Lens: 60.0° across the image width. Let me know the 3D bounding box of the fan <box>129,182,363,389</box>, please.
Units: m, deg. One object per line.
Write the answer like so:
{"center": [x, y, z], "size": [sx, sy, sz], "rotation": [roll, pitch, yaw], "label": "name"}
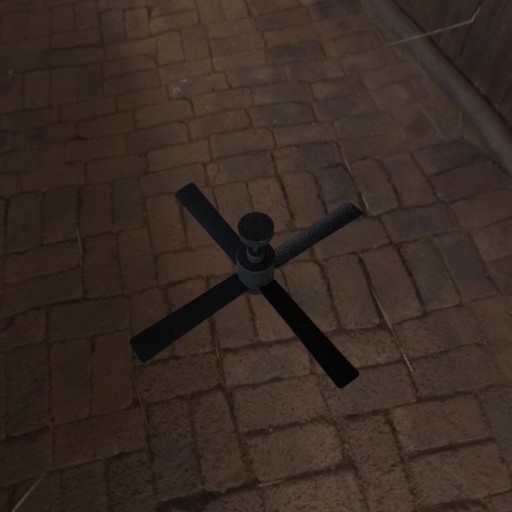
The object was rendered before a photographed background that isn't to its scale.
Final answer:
{"center": [0.000, 0.000, 2.312], "size": [1.525, 0.534, 1.525], "rotation": [-32, 64, -18], "label": "fan"}
